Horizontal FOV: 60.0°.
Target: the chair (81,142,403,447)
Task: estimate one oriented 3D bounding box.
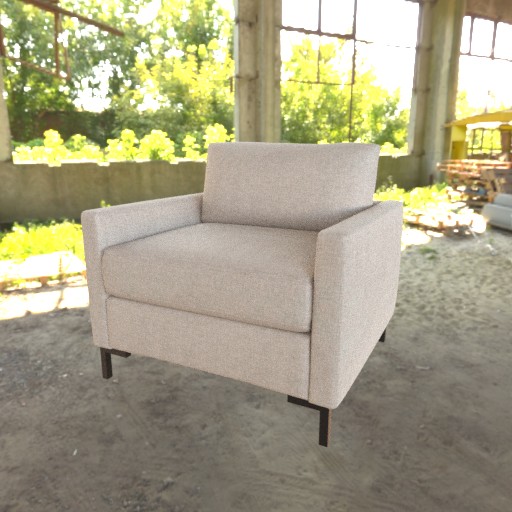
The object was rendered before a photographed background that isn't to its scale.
[{"bbox_3d":[0.000,0.000,1.705,0.963,0.861,0.866,7,15,26],"label":"chair"}]
